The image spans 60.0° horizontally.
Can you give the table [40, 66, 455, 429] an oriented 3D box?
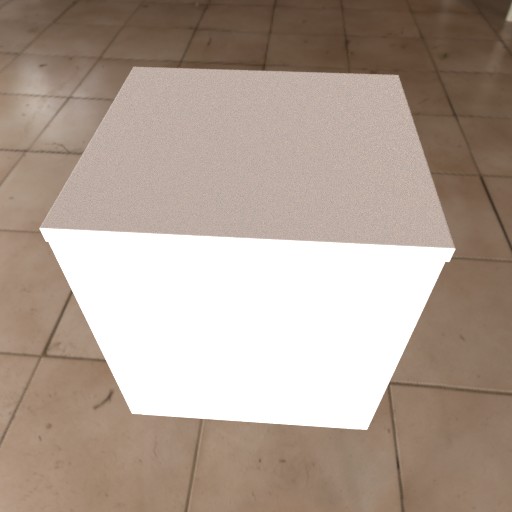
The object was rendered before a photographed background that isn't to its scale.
[{"bbox_3d":[0.000,0.000,0.743,0.420,0.460,0.380,3,47,3],"label":"table"}]
